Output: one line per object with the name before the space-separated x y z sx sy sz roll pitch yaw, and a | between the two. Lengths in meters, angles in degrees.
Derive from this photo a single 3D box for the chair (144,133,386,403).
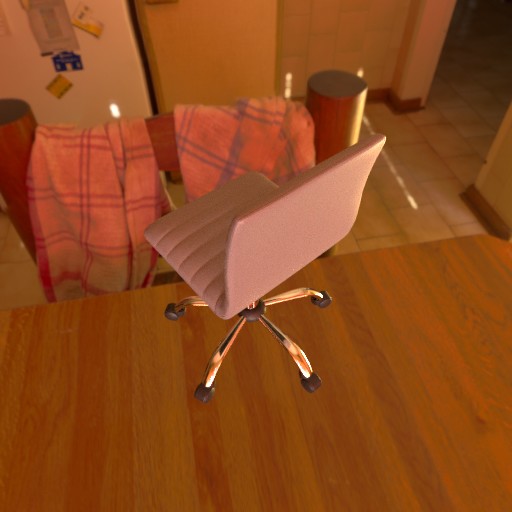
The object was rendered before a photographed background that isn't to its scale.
chair | 0.000 0.000 1.173 0.569 0.750 0.542 -33 55 -27
